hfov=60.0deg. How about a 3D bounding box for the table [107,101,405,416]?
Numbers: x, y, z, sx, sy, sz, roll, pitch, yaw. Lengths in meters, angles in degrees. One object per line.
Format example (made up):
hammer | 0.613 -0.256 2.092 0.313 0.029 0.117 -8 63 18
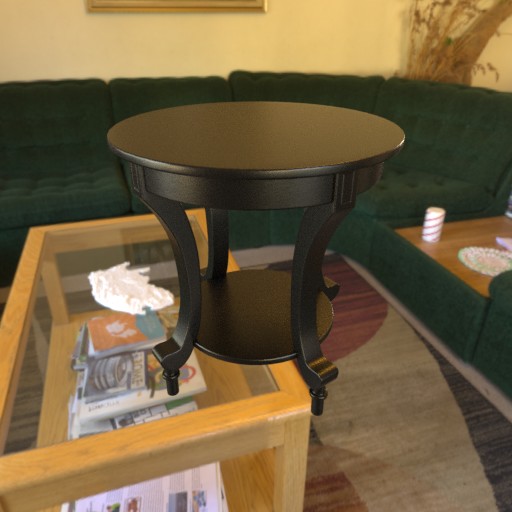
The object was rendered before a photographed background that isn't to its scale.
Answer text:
table | 0.000 0.000 1.071 0.597 0.618 0.597 0 28 0
